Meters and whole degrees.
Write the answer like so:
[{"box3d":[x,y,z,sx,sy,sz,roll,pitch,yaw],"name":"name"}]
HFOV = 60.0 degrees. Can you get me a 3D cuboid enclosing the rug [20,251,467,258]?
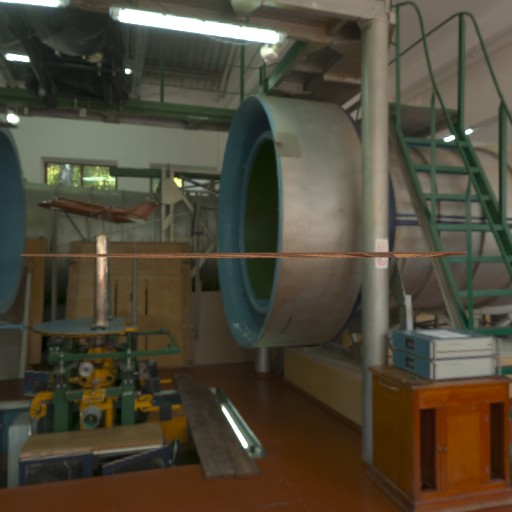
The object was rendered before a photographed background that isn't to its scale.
[{"box3d":[0.000,0.000,2.280,1.829,0.008,1.219,0,-1,18],"name":"rug"}]
